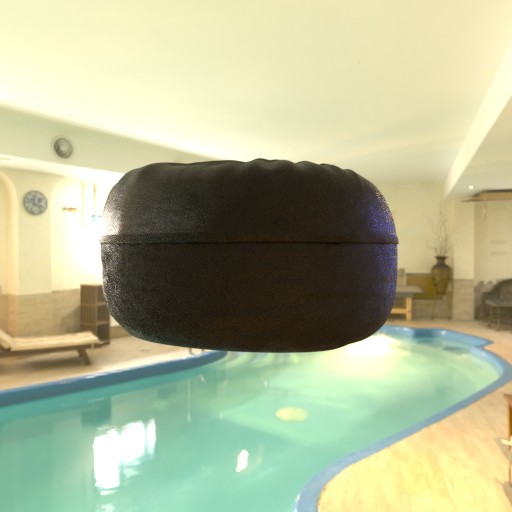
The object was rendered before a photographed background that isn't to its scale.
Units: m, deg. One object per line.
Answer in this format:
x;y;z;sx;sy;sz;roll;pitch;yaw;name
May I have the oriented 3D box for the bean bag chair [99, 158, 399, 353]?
0.000;0.000;2.486;1.524;0.878;1.524;0;1;18;bean bag chair
